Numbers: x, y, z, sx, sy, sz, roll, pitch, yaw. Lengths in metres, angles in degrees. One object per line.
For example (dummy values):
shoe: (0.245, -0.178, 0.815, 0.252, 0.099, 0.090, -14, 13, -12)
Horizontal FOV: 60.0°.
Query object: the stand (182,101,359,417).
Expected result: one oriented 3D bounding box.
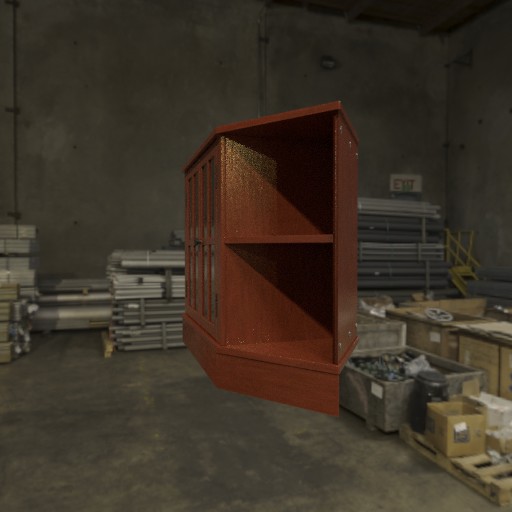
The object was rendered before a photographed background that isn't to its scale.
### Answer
stand: (0.000, 0.000, 1.367, 0.381, 0.614, 1.072, 0, 1, -18)
